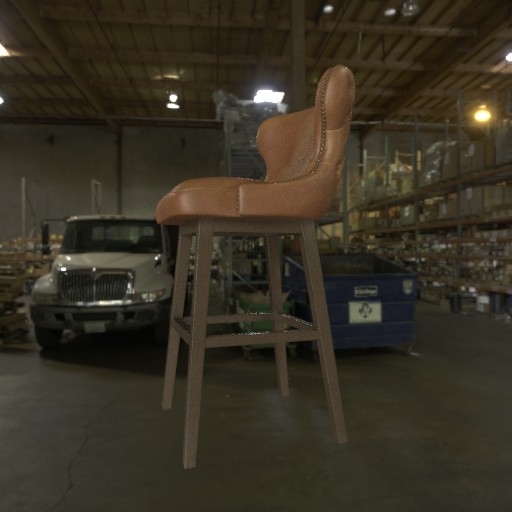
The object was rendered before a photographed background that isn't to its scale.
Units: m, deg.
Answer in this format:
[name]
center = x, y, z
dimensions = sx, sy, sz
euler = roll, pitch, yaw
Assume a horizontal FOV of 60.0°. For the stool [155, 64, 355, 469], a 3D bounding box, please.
[stool]
center = 0.000, 0.000, 1.442
dimensions = 0.606, 1.087, 0.591
euler = 0, 1, -19
